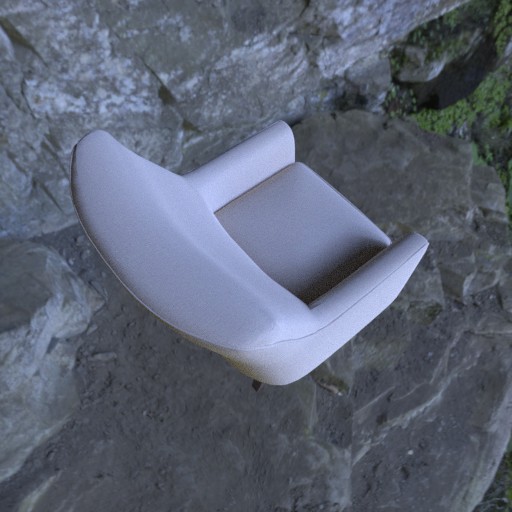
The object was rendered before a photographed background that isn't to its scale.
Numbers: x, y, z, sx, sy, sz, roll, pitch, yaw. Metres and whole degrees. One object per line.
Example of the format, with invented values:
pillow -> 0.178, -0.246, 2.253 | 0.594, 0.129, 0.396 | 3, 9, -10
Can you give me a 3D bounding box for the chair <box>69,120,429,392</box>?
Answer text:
chair -> 0.000, 0.000, 1.508 | 0.879, 0.916, 0.756 | -35, 65, -19
